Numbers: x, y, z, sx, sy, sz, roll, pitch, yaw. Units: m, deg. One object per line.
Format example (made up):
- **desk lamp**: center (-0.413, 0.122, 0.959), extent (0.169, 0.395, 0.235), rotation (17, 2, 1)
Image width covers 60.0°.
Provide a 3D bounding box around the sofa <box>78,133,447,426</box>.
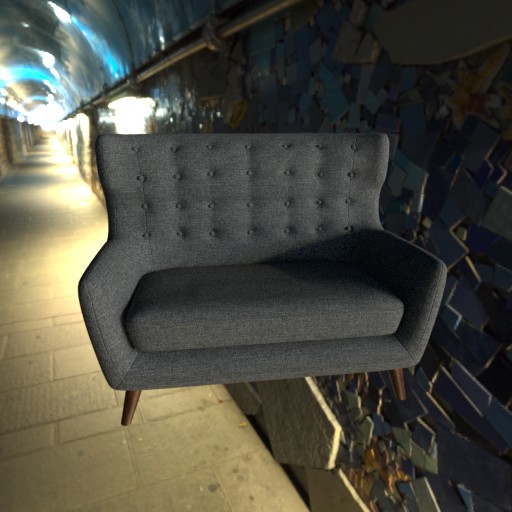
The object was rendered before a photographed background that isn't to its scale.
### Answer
- **sofa**: center (0.000, 0.000, 1.944), extent (1.358, 1.028, 0.874), rotation (-2, 17, -8)
